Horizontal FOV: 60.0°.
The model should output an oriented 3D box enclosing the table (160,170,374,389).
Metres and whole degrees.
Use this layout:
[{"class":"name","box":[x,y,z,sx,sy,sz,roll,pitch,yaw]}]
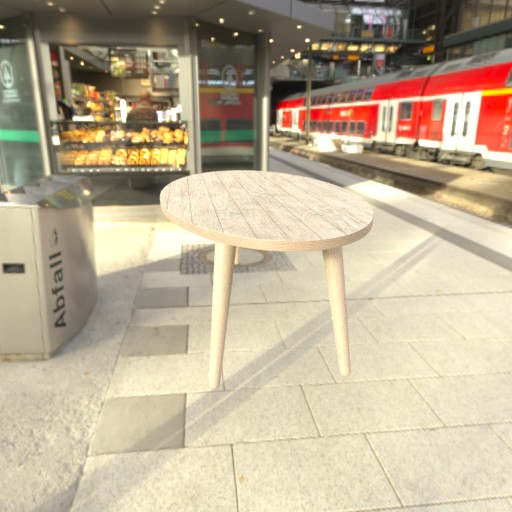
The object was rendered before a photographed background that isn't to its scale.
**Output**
[{"class":"table","box":[0.000,0.000,1.337,0.542,0.390,1.083,-3,18,-9]}]
